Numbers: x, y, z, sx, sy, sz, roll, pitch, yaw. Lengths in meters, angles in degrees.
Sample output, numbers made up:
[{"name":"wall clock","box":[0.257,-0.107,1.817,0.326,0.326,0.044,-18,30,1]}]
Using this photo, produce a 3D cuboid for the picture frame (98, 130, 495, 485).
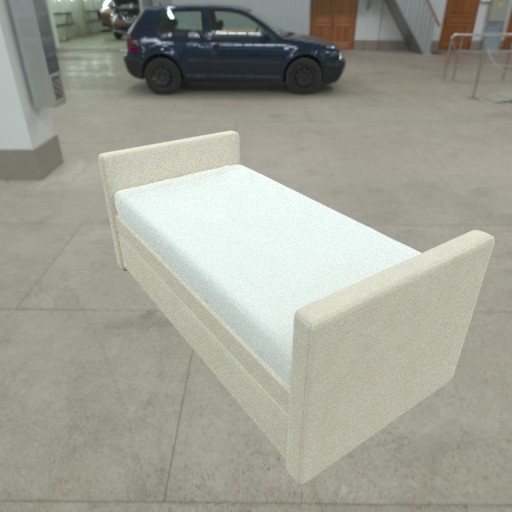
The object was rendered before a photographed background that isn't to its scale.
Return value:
[{"name":"picture frame","box":[0.000,0.000,2.655,1.069,0.891,2.161,-19,36,-30]}]
